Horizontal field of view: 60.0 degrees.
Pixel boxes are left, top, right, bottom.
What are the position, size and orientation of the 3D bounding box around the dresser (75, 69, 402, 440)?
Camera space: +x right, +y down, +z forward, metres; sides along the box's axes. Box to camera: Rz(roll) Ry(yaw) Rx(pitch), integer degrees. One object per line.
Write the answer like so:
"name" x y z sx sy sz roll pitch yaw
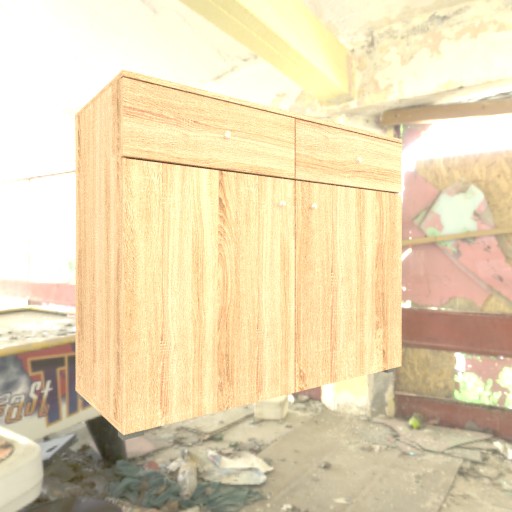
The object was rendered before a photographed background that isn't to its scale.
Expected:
"dresser" 0.000 0.000 1.558 1.100 0.900 0.450 0 0 -36
